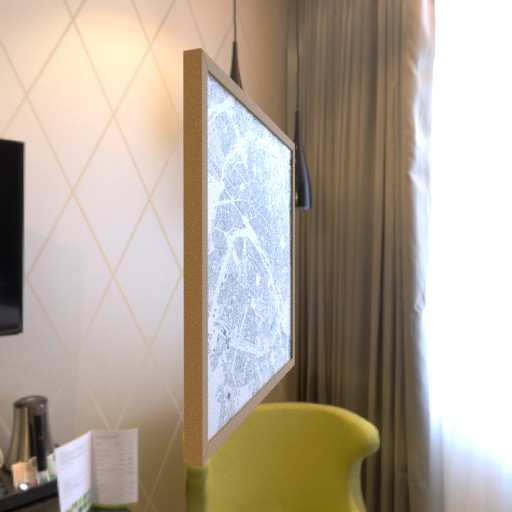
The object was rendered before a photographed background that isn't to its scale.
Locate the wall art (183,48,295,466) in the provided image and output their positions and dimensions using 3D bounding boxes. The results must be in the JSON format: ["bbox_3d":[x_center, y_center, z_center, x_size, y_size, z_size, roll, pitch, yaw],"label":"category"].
[{"bbox_3d":[0.000,0.000,1.173,0.037,0.761,0.761,0,1,18],"label":"wall art"}]
